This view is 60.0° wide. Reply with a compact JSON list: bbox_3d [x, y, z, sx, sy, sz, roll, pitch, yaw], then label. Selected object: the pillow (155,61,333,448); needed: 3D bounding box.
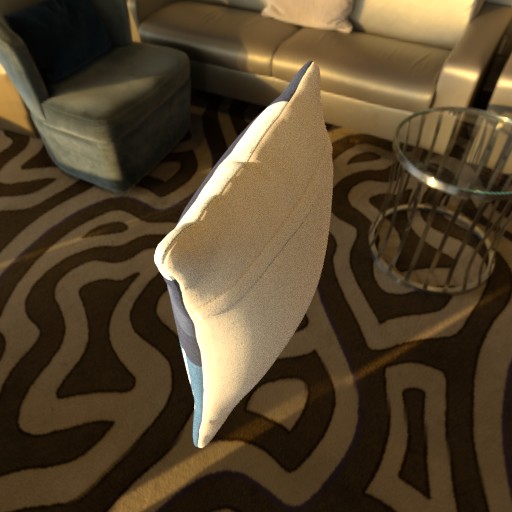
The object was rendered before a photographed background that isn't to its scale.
[{"bbox_3d":[0.000,0.000,0.785,0.229,0.506,0.536,17,50,15],"label":"pillow"}]
